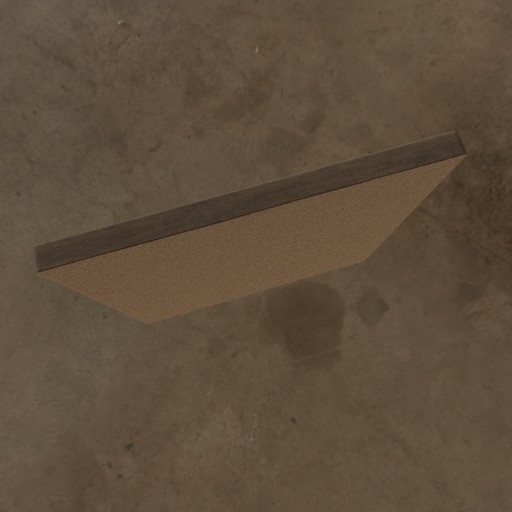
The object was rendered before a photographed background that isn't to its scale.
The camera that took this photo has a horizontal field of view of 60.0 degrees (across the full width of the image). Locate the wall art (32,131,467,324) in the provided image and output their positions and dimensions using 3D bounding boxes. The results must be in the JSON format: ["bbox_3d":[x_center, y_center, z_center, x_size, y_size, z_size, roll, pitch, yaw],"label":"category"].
[{"bbox_3d":[0.000,0.000,1.107,0.749,0.751,0.050,-16,76,-4],"label":"wall art"}]
